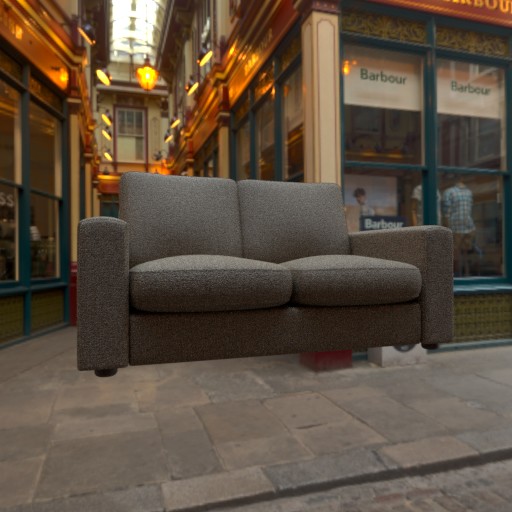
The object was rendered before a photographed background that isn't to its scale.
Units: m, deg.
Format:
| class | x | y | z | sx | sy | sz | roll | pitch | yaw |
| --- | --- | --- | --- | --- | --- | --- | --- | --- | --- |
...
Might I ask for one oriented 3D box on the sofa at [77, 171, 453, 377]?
| class | x | y | z | sx | sy | sz | roll | pitch | yaw |
| --- | --- | --- | --- | --- | --- | --- | --- | --- | --- |
| sofa | 0.000 | 0.000 | 2.216 | 1.616 | 0.873 | 1.016 | 0 | 0 | -19 |
